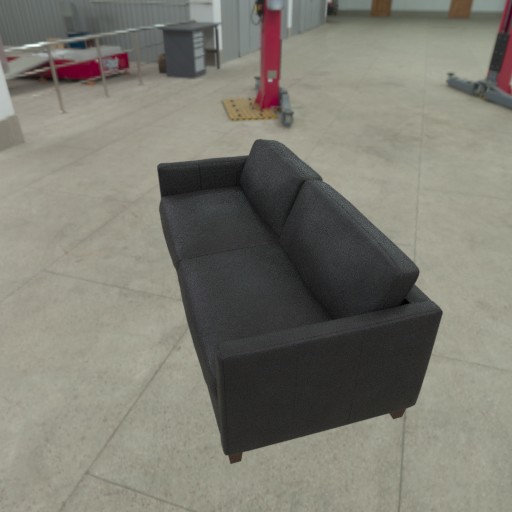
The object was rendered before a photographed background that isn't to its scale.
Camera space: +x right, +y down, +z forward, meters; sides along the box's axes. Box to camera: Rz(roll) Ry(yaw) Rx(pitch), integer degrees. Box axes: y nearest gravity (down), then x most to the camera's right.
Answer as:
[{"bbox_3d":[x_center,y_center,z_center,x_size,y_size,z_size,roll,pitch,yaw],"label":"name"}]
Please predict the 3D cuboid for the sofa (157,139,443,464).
[{"bbox_3d":[0.000,0.000,2.499,0.933,0.863,1.971,-9,33,-14],"label":"sofa"}]
